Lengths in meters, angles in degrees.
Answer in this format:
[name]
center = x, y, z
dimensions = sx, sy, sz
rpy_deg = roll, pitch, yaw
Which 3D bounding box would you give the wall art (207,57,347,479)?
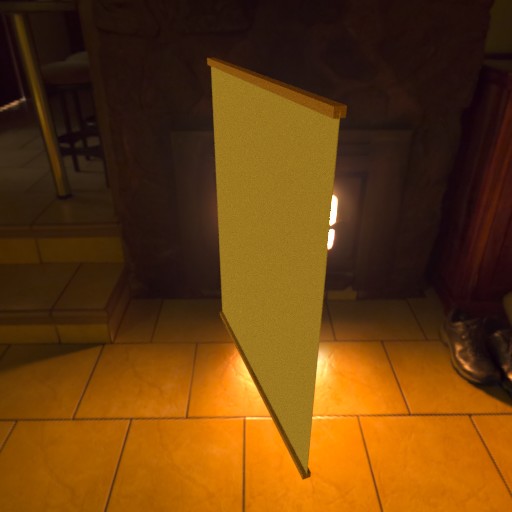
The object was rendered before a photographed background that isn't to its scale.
[wall art]
center = 0.000, 0.000, 0.665
dimensions = 0.012, 0.508, 0.405
rpy_deg = -11, 31, -18
